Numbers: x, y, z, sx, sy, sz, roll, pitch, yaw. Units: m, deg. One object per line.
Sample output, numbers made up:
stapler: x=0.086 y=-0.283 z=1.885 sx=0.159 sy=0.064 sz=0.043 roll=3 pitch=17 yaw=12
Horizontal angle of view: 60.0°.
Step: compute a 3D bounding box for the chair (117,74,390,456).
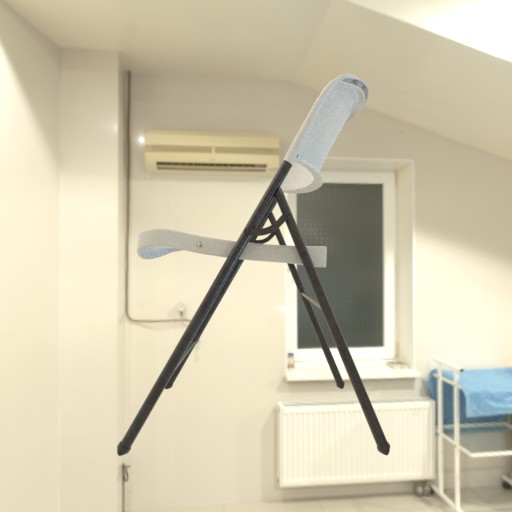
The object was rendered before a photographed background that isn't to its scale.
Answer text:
chair: x=0.000 y=0.000 z=1.141 sx=0.566 sy=0.810 sz=0.494 roll=0 pitch=-1 yaw=0
